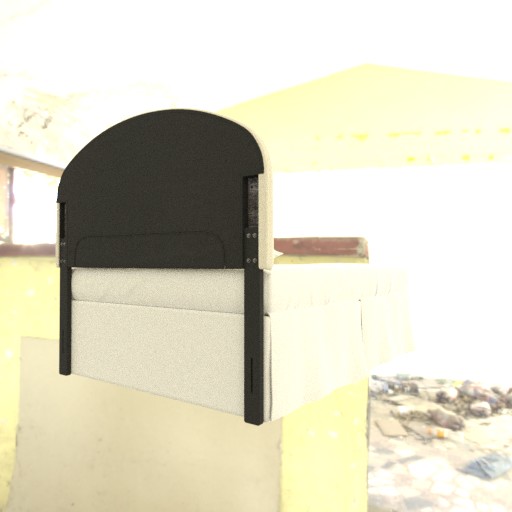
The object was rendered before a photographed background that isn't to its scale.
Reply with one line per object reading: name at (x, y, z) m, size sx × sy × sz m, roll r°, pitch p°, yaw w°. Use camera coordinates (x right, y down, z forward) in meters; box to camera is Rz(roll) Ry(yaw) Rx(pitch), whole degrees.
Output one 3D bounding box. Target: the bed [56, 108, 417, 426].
bed at (0.000, 0.000, 3.017) m, size 1.607 × 1.410 × 2.005 m, roll -1°, pitch -1°, yaw 36°
